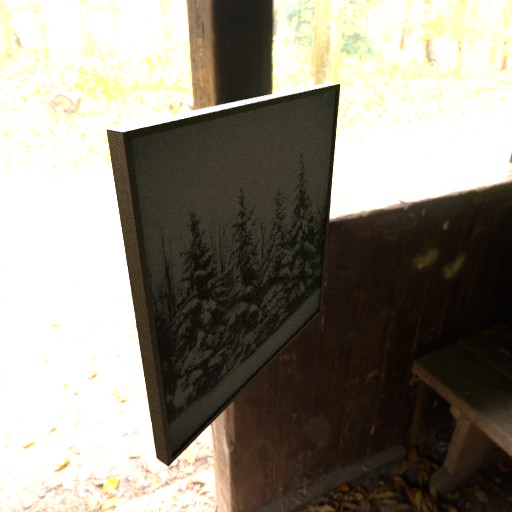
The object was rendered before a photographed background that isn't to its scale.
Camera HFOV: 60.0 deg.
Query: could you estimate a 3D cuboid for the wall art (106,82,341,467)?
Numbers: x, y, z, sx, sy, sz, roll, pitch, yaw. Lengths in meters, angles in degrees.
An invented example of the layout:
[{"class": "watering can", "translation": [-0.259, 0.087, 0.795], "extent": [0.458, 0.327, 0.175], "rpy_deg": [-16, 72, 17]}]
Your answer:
[{"class": "wall art", "translation": [0.000, 0.000, 1.129], "extent": [0.039, 0.758, 0.758], "rpy_deg": [18, 33, 31]}]
